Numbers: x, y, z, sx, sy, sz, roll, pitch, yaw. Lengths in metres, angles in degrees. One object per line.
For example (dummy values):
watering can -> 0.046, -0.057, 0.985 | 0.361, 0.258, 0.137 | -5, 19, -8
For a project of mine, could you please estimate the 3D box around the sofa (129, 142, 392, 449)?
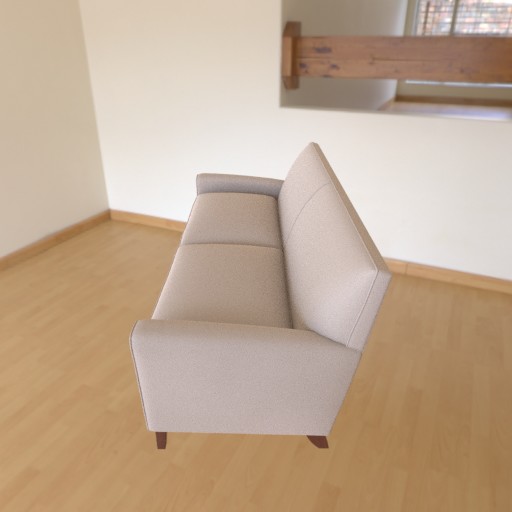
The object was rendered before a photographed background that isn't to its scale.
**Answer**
sofa -> 0.000, 0.000, 2.443 | 0.875, 0.846, 2.000 | 0, 26, 0
